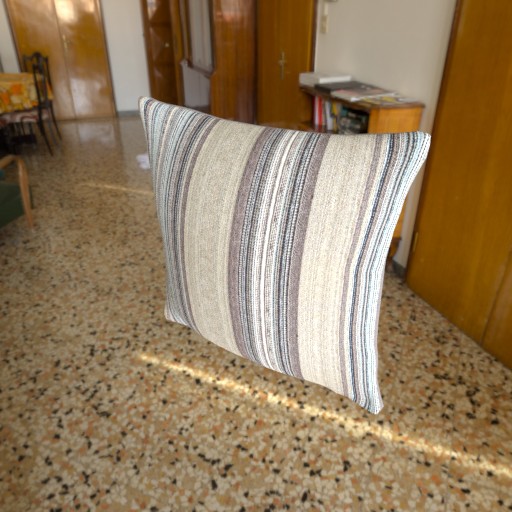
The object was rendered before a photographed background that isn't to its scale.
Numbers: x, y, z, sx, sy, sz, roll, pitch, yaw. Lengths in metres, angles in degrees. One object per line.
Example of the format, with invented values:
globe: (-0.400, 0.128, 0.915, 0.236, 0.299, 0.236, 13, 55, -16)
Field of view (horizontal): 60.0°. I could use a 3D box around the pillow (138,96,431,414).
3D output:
pillow: (0.000, 0.000, 0.658, 0.435, 0.416, 0.189, 18, 34, 29)
